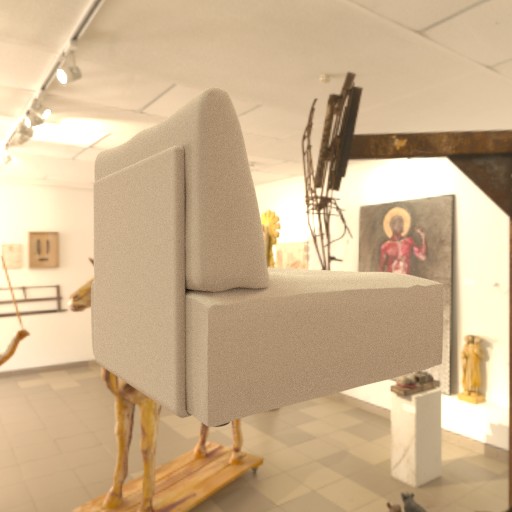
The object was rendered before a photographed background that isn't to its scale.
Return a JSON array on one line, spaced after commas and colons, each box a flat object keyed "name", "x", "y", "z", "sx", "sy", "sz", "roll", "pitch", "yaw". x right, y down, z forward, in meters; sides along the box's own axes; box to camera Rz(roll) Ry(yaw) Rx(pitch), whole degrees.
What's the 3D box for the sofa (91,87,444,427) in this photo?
[{"name": "sofa", "x": 0.000, "y": 0.000, "z": 1.675, "sx": 1.000, "sy": 0.828, "sz": 0.935, "roll": 0, "pitch": 0, "yaw": -36}]
